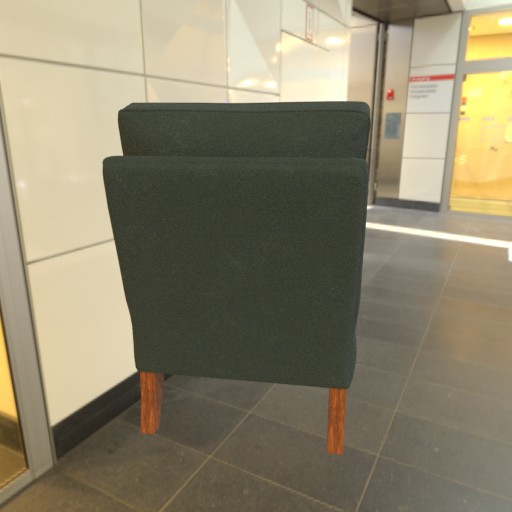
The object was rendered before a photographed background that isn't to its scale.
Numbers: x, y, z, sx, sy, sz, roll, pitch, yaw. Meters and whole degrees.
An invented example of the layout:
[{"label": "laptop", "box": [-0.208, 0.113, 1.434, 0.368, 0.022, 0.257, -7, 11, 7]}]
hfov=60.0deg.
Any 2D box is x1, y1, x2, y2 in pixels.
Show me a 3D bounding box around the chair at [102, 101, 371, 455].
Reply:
[{"label": "chair", "box": [0.000, 0.000, 1.636, 0.724, 1.052, 0.912, 2, 16, 9]}]
